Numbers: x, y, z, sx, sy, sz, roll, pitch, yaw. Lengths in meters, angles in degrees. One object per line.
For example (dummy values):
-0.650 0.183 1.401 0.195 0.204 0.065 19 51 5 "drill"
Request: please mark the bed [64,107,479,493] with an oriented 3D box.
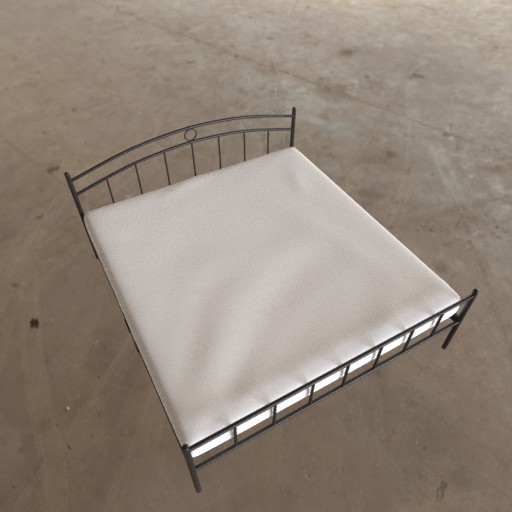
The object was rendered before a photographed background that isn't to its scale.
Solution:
0.000 0.000 3.010 1.880 0.940 2.040 -22 50 -20 "bed"
